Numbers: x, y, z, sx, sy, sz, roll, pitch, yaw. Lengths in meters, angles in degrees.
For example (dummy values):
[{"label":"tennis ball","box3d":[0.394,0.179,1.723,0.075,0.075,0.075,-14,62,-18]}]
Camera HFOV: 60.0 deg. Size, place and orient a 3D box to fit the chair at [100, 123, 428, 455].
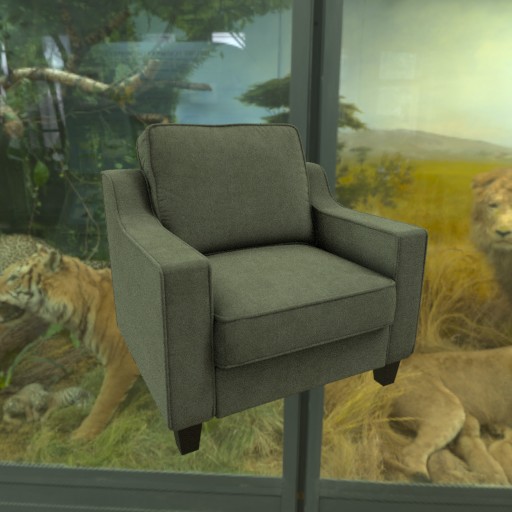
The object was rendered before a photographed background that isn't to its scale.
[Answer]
[{"label":"chair","box3d":[0.000,0.000,1.639,0.926,0.944,0.840,-8,18,-26]}]
